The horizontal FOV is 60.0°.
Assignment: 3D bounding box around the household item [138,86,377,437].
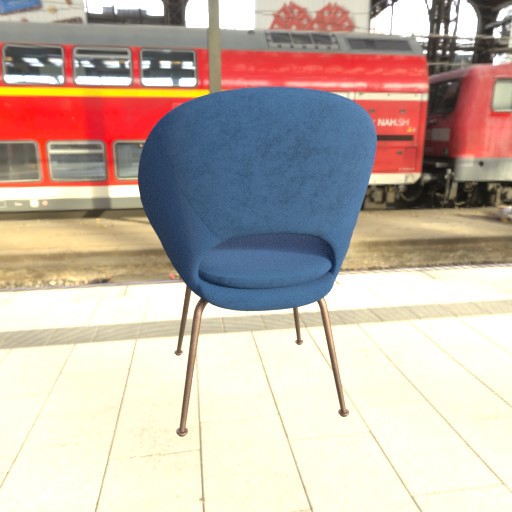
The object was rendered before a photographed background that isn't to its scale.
[{"bbox_3d":[0.000,0.000,1.259,0.623,0.852,0.573,-3,16,-10],"label":"household item"}]
